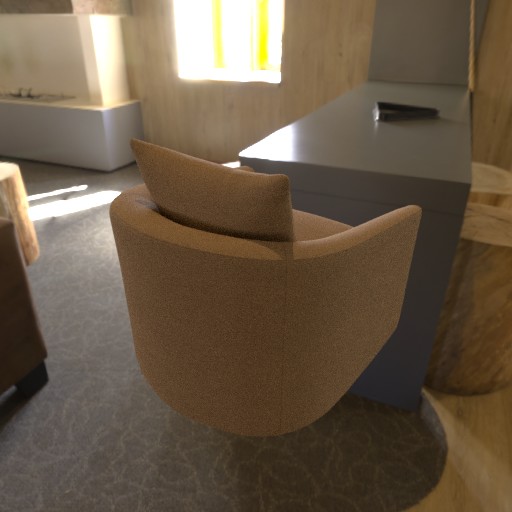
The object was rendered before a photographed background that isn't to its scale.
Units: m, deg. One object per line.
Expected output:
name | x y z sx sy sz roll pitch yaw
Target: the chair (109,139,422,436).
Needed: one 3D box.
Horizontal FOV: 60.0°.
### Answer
chair | 0.000 0.000 1.575 0.845 0.848 0.910 20 34 33
